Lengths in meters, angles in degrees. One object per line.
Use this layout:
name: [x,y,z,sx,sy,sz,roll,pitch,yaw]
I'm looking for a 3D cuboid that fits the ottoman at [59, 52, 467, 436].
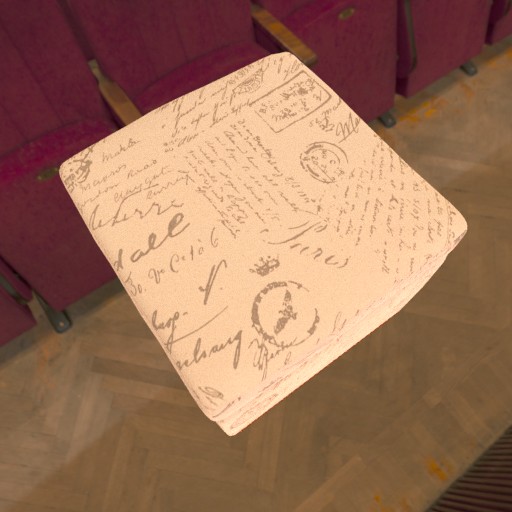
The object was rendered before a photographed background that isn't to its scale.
ottoman: [0.000,0.000,0.822,0.449,0.457,0.450,-33,69,-15]
